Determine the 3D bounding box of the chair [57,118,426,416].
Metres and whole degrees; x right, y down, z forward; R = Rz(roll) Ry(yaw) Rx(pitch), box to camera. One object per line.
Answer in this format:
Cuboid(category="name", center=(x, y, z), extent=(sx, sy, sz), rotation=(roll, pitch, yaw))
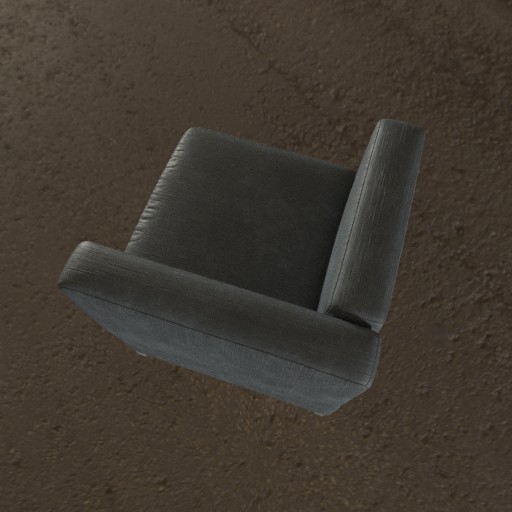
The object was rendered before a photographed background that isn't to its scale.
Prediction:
Cuboid(category="chair", center=(0.000, 0.000, 1.259), extent=(0.680, 0.660, 0.680), rotation=(17, 67, 7))
